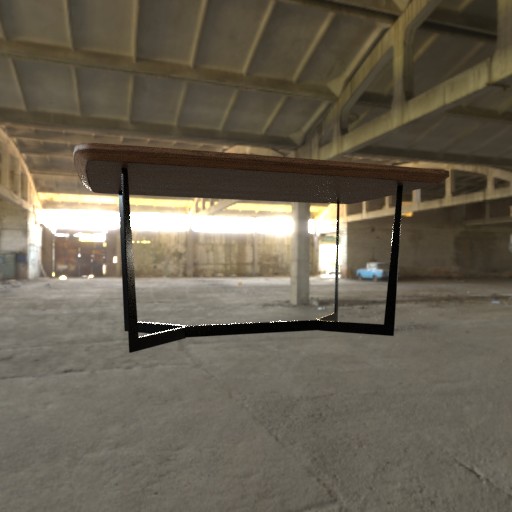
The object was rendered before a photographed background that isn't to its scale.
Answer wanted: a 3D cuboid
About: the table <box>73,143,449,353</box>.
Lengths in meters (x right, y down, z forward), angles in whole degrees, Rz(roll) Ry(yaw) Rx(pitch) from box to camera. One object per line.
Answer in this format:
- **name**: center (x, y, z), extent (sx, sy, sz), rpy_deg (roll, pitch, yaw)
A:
- **table**: center (0.000, 0.000, 2.188), extent (1.643, 0.765, 0.949), rpy_deg (0, 0, -18)
